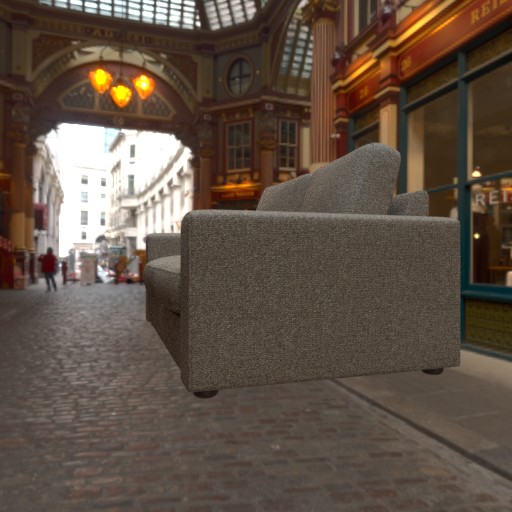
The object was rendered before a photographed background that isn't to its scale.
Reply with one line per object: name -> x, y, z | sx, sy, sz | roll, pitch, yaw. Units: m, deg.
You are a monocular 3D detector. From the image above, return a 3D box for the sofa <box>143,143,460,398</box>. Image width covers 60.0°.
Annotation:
sofa -> 0.000, 0.000, 2.182 | 1.016, 0.873, 1.616 | 0, 0, -18
